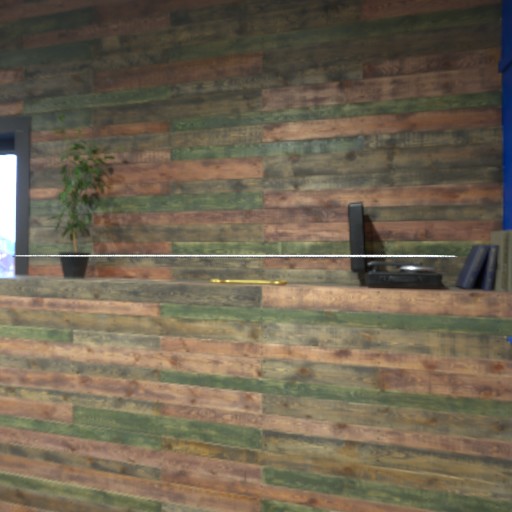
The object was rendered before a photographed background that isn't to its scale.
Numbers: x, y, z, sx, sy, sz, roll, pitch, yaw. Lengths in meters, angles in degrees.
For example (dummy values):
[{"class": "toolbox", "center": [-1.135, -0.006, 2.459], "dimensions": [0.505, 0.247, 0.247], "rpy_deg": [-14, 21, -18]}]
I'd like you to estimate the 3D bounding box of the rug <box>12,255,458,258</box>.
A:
[{"class": "rug", "center": [0.000, 0.000, 3.979], "dimensions": [3.048, 0.012, 2.438], "rpy_deg": [0, 0, 18]}]
